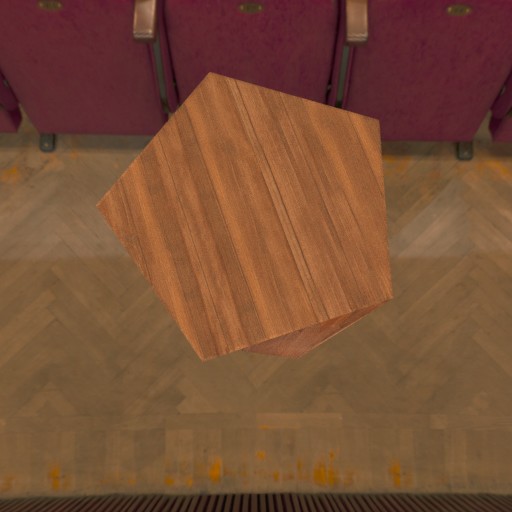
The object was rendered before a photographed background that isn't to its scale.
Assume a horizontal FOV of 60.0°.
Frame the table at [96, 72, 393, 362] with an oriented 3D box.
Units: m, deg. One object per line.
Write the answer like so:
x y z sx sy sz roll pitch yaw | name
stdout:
0.000 0.000 0.903 0.441 0.604 0.425 2 76 0 | table
